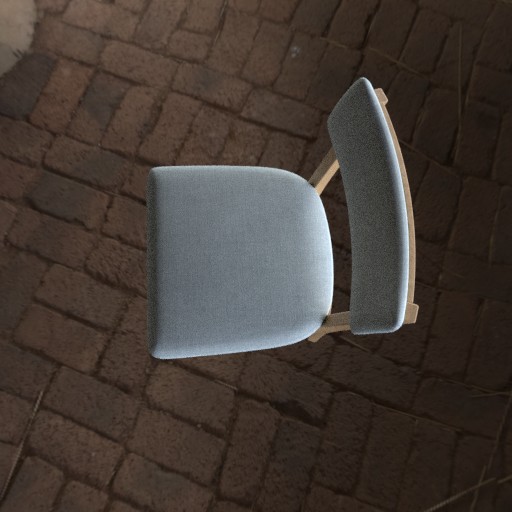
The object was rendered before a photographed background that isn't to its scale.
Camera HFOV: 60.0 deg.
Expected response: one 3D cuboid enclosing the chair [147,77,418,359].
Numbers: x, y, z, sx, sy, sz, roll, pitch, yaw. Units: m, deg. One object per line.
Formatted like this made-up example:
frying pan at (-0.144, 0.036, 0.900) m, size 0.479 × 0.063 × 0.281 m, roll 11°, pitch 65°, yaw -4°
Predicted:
chair at (0.000, 0.000, 1.186) m, size 0.572 × 0.832 × 0.508 m, roll -3°, pitch 76°, yaw -1°
